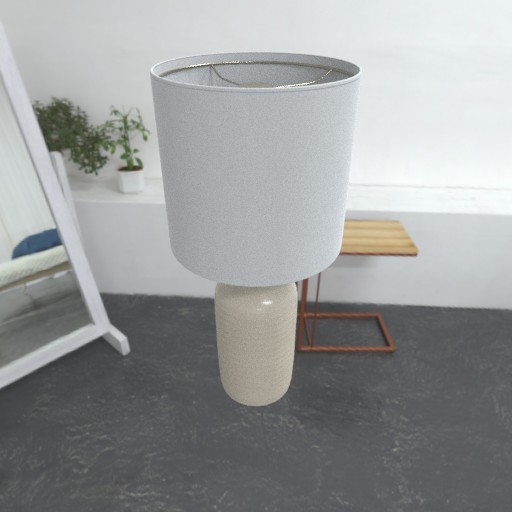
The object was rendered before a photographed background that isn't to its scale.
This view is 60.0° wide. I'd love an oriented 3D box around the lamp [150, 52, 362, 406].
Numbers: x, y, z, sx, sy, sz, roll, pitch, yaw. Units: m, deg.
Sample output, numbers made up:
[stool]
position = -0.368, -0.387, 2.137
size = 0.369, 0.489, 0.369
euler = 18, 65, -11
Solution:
[lamp]
position = 0.000, 0.000, 0.596
size = 0.220, 0.475, 0.220
euler = -10, 33, -15
